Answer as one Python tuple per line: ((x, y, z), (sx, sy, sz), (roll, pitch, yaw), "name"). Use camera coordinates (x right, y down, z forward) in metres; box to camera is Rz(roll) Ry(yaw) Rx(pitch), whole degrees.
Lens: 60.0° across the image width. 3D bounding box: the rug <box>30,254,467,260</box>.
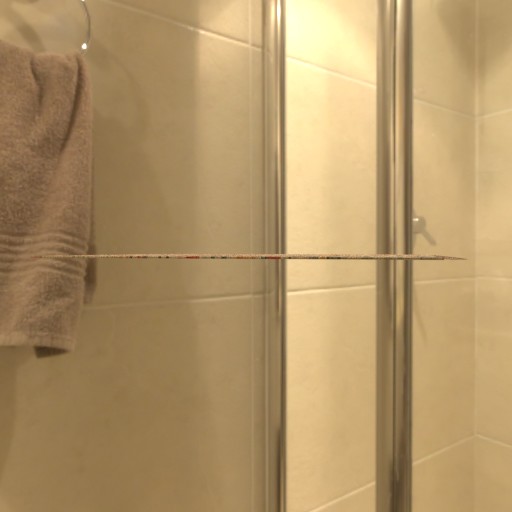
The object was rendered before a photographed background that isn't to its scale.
((0.000, 0.000, 2.486), (1.997, 0.010, 1.218), (0, 1, 17), "rug")
